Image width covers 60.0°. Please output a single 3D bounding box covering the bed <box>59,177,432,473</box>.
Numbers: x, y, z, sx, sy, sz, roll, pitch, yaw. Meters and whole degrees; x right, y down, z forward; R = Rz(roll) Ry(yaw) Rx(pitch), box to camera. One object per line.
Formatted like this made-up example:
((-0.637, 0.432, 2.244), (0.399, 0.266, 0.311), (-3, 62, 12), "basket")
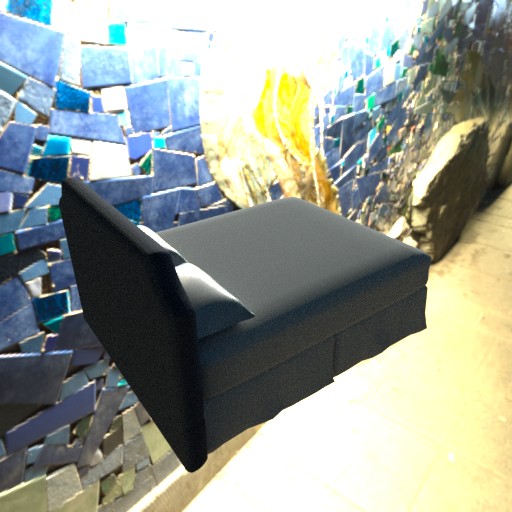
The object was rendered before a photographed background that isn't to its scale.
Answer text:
((0.000, 0.000, 3.367), (2.260, 1.297, 1.831), (-19, 34, -32), "bed")
